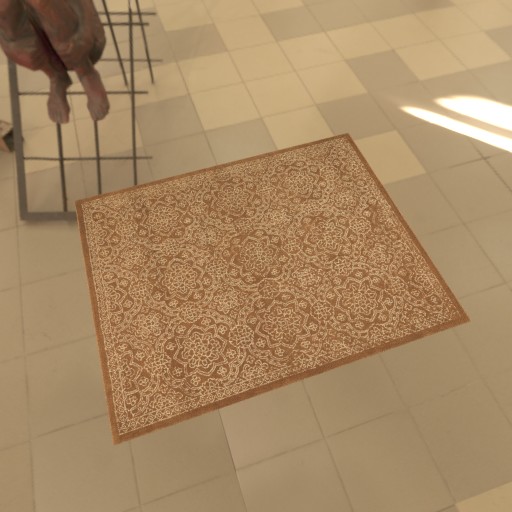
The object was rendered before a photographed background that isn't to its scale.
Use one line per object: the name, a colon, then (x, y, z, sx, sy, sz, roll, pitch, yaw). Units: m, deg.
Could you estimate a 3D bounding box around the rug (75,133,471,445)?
rug: (0.000, 0.000, 4.139, 3.050, 0.015, 2.441, -16, 59, -10)
